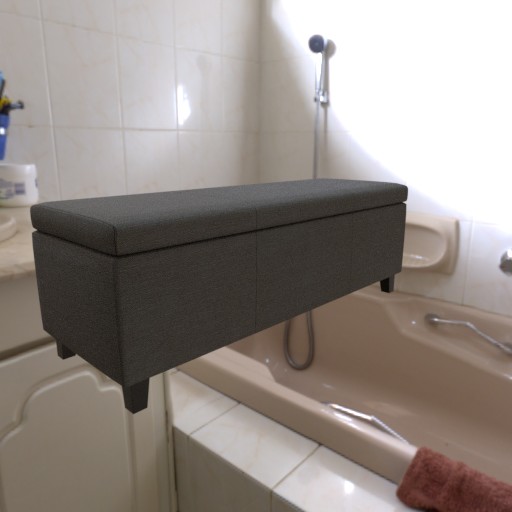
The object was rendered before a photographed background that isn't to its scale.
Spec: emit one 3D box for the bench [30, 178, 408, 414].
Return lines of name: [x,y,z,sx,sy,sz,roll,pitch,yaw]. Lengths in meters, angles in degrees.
bench: [0.000,0.000,1.474,0.446,0.438,1.269,13,19,43]
